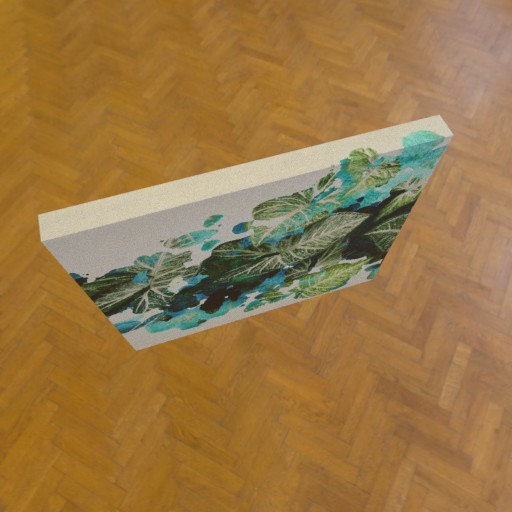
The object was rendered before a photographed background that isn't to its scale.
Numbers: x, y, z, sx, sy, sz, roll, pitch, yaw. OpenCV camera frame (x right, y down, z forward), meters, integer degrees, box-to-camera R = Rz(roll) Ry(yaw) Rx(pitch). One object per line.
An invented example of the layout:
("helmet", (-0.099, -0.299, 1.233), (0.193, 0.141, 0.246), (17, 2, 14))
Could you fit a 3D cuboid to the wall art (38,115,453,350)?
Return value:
("wall art", (0.000, 0.000, 0.721), (0.507, 0.435, 0.041), (-16, 63, -8))
